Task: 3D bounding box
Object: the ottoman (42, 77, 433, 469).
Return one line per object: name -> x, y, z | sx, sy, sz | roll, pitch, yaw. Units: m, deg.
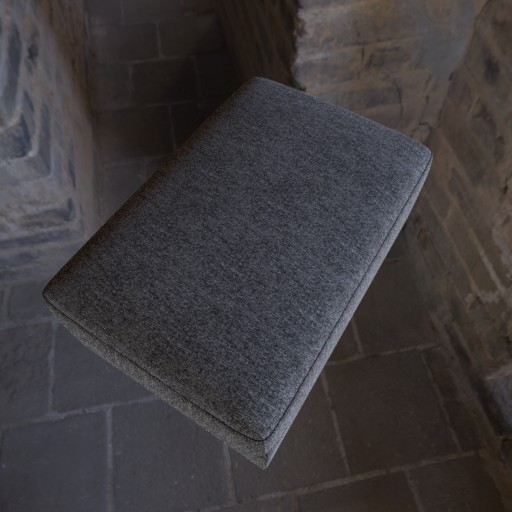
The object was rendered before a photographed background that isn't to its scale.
ottoman -> 0.000, 0.000, 1.179 | 0.584, 0.483, 0.864 | 29, 63, 16
